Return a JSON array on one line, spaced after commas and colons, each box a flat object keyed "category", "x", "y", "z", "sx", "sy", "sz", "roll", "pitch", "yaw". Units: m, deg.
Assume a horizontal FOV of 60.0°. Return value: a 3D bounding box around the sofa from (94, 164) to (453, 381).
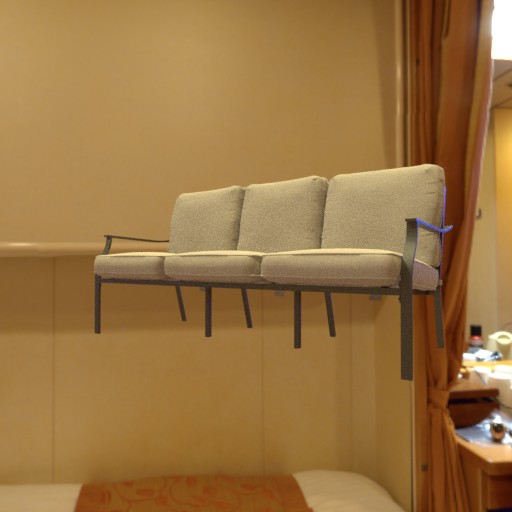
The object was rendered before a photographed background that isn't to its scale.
[{"category": "sofa", "x": 0.000, "y": 0.000, "z": 2.263, "sx": 1.740, "sy": 0.860, "sz": 0.787, "roll": -1, "pitch": -1, "yaw": 35}]
